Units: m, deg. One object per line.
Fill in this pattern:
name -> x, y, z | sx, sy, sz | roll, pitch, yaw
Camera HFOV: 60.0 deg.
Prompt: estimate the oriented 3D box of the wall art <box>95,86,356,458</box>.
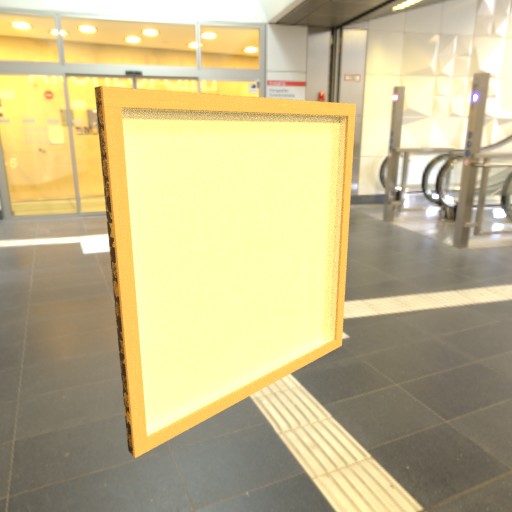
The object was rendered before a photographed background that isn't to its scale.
wall art -> 0.000, 0.000, 1.352 | 0.914, 0.914, 0.038 | -15, 21, -42
